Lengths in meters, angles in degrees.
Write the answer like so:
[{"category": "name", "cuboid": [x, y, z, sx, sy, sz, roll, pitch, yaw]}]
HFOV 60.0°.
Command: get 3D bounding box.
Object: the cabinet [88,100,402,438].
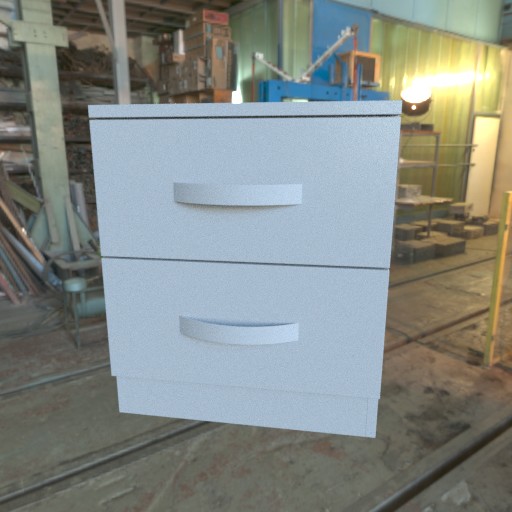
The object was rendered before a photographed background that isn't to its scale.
[{"category": "cabinet", "cuboid": [0.000, 0.000, 0.758, 0.400, 0.470, 0.360, 2, 14, 9]}]
